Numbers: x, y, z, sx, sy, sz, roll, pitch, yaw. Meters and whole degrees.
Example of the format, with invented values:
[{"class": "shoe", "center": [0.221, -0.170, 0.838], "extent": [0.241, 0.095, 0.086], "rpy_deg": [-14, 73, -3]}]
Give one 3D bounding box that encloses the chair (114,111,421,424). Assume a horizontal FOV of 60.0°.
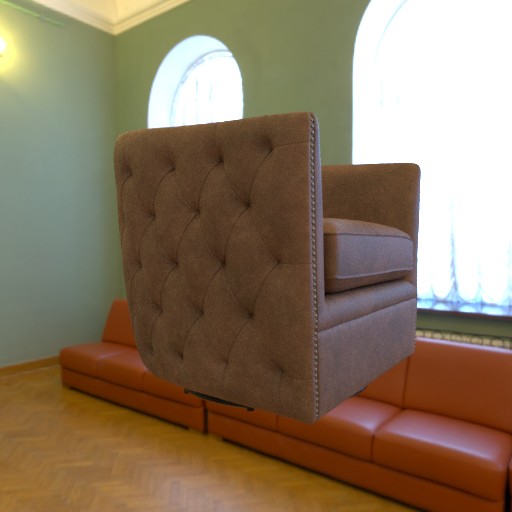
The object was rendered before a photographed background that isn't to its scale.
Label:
[{"class": "chair", "center": [0.000, 0.000, 1.488], "extent": [0.870, 0.790, 0.850], "rpy_deg": [1, 2, 36]}]
